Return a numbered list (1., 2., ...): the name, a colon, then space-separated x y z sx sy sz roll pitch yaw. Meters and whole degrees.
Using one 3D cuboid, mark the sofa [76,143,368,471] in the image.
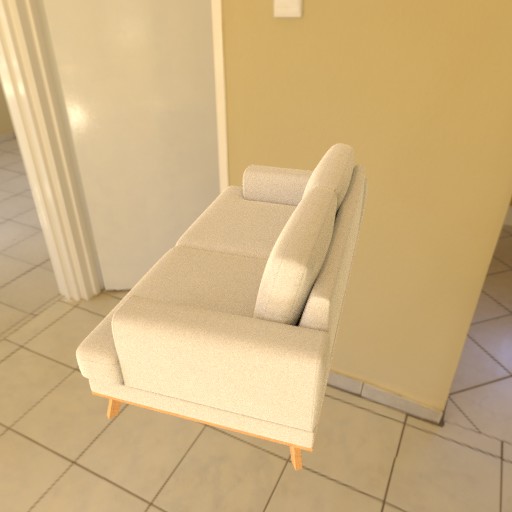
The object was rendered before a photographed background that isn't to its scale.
1. sofa: 0.000 0.000 2.153 0.915 0.810 1.651 9 32 14
